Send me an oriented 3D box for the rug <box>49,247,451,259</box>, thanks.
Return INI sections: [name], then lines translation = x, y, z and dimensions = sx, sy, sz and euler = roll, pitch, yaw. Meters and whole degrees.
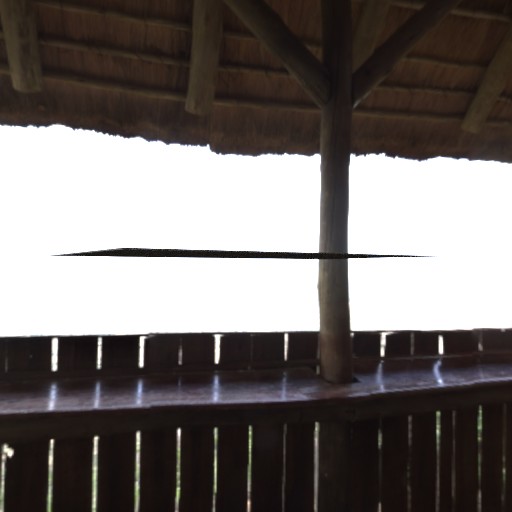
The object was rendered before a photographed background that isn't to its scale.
[rug]
translation = 0.000, 0.000, 3.142
dimensions = 2.438, 0.008, 1.523
euler = 1, -2, -35
